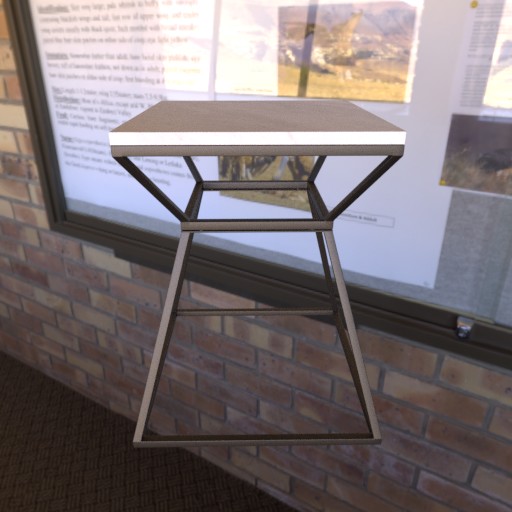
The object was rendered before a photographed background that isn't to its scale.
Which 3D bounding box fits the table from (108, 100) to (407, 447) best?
[{"bbox_3d":[0.000,0.000,0.900,0.455,0.559,0.455,0,25,-1],"label":"table"}]
